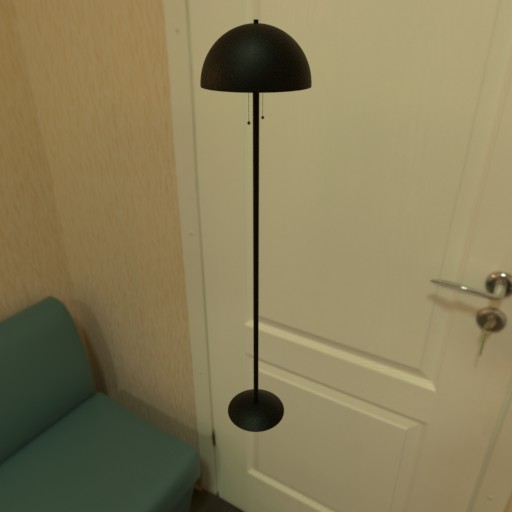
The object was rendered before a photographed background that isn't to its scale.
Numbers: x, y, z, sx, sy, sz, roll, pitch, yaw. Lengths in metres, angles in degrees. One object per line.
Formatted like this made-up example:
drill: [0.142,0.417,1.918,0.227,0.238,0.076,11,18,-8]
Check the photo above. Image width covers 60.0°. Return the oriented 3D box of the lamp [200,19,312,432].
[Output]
lamp: [0.000,0.000,1.571,0.328,1.480,0.328,1,27,1]
